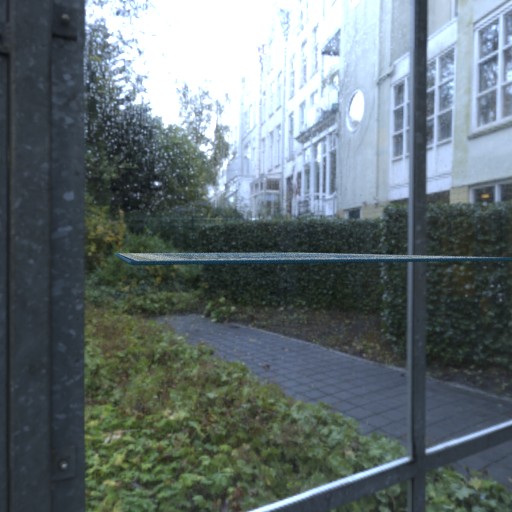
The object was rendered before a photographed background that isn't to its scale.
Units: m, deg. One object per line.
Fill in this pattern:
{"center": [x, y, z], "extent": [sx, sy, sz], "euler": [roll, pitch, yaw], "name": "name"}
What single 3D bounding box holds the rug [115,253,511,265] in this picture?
{"center": [0.000, 0.000, 2.701], "extent": [1.594, 0.013, 2.213], "euler": [0, 1, -19], "name": "rug"}
